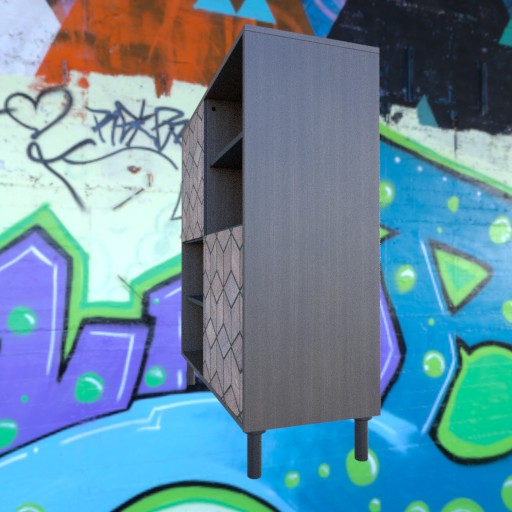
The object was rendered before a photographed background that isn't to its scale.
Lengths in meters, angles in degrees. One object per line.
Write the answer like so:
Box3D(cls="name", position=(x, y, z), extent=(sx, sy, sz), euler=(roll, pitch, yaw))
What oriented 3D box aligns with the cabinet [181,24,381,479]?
Box3D(cls="cabinet", position=(0.000, 0.000, 1.664), extent=(0.400, 1.170, 1.010), euler=(0, -1, -19))
